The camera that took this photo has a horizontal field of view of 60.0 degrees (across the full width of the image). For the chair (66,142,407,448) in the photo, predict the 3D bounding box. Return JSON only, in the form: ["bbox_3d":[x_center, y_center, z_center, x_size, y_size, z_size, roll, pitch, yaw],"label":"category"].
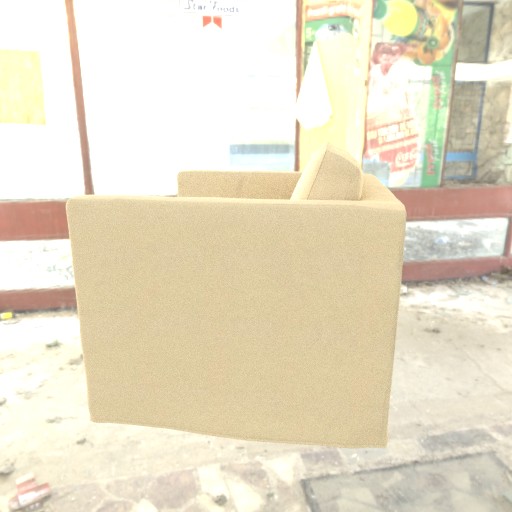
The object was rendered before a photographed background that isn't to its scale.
[{"bbox_3d":[0.000,0.000,1.711,0.947,0.851,1.057,2,16,9],"label":"chair"}]
